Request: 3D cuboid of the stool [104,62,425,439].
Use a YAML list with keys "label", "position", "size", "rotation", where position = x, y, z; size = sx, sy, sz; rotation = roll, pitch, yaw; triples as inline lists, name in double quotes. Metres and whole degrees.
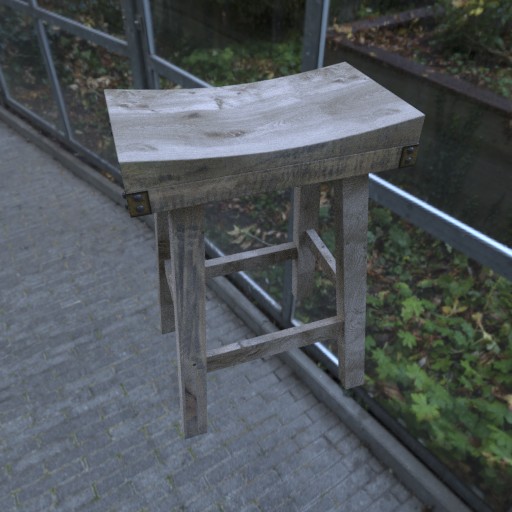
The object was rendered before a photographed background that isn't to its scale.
- label: "stool"
  position: [0.000, 0.000, 0.894]
  size: [0.450, 0.635, 0.330]
  rotation: [-12, 42, -14]
